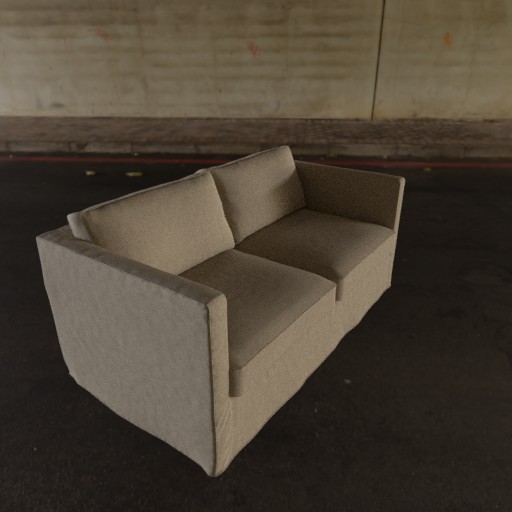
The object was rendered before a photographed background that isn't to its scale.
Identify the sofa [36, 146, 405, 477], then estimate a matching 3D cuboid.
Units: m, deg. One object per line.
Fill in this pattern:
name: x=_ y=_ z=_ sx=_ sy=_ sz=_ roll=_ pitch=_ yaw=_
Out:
sofa: x=0.000 y=0.000 z=2.275 sx=0.956 sy=0.828 sz=1.766 roll=17 pitch=30 yaw=32
